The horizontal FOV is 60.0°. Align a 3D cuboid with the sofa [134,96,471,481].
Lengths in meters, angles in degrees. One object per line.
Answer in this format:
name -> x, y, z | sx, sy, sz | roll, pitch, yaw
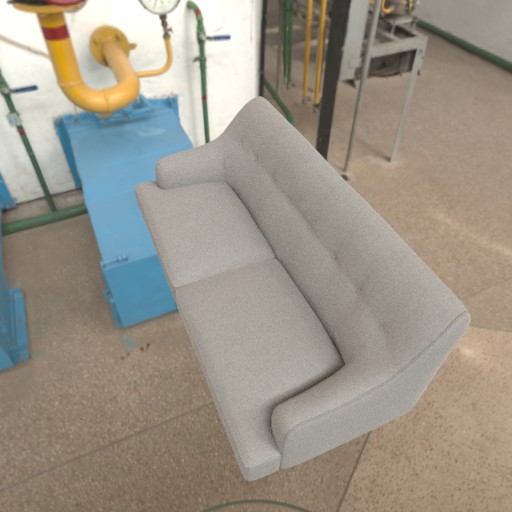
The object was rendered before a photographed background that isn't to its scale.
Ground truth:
sofa -> 0.000, 0.000, 2.479 | 0.978, 0.871, 2.057 | -17, 48, -16
